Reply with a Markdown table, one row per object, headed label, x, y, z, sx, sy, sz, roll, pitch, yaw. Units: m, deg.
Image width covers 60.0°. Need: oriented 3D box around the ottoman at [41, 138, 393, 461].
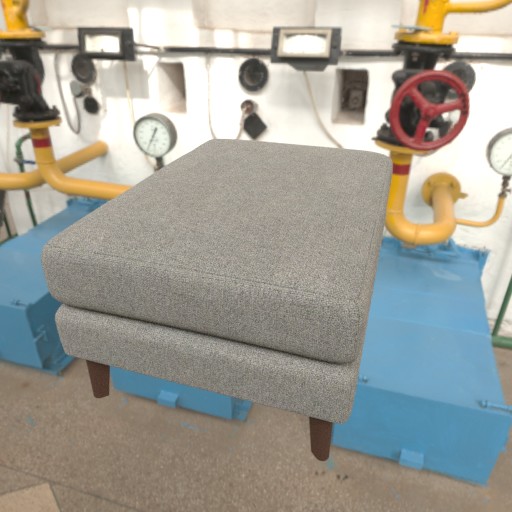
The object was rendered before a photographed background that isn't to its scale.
| label | x | y | z | sx | sy | sz | roll | pitch | yaw |
| --- | --- | --- | --- | --- | --- | --- | --- | --- | --- |
| ottoman | 0.000 | 0.000 | 1.159 | 0.611 | 0.441 | 0.821 | 9 | 31 | 16 |
